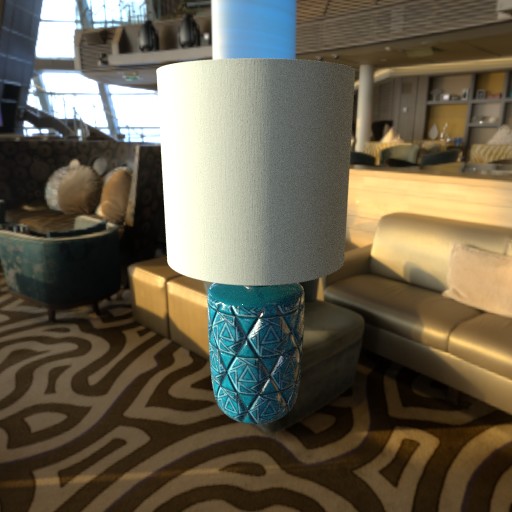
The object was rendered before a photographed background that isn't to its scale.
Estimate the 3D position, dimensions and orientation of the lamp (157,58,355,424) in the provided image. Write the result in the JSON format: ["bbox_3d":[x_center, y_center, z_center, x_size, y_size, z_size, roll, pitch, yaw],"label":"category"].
[{"bbox_3d":[0.000,0.000,0.491,0.193,0.377,0.193,-15,22,-42],"label":"lamp"}]
